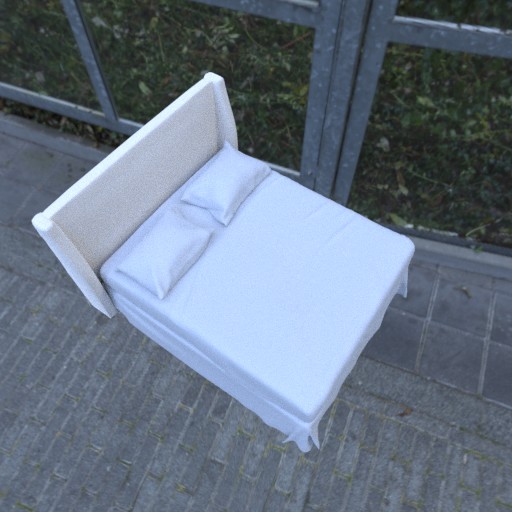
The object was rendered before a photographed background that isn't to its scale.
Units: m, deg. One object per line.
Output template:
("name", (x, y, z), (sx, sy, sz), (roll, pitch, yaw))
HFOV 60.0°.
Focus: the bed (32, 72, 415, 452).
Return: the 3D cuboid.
("bed", (0.000, 0.000, 3.489), (2.276, 1.332, 1.925), (30, 63, 18))
